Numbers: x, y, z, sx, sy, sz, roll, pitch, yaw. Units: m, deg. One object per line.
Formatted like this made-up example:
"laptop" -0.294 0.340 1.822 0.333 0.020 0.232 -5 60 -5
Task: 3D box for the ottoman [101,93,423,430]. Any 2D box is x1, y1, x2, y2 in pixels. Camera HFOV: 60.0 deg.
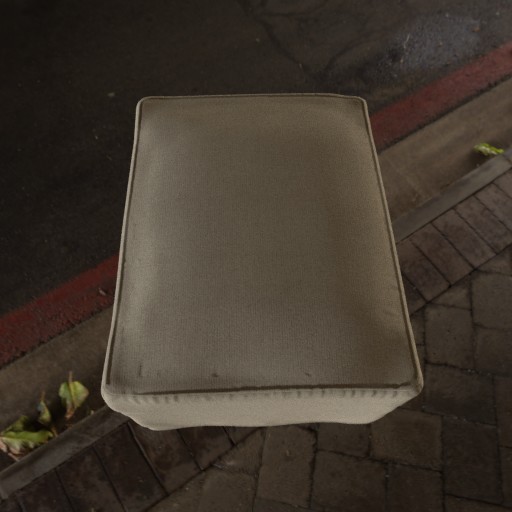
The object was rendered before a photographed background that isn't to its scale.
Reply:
"ottoman" 0.000 0.000 1.213 0.650 0.485 0.833 -2 62 -1
